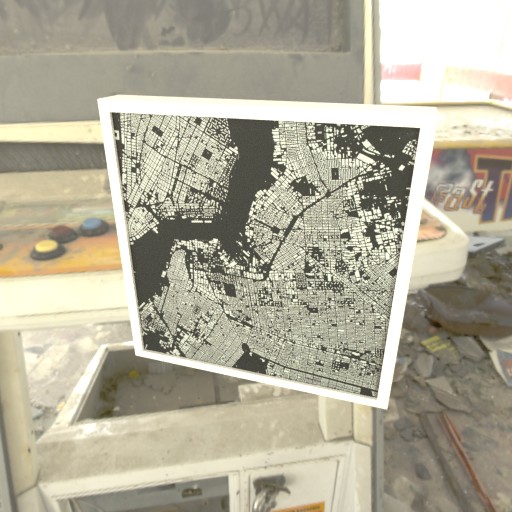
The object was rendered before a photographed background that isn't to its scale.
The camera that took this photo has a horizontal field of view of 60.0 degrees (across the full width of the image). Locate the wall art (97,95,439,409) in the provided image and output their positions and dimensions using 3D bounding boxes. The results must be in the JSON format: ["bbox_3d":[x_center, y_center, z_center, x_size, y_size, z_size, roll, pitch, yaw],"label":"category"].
[{"bbox_3d":[0.000,0.000,0.463,0.305,0.305,0.037,8,27,15],"label":"wall art"}]
